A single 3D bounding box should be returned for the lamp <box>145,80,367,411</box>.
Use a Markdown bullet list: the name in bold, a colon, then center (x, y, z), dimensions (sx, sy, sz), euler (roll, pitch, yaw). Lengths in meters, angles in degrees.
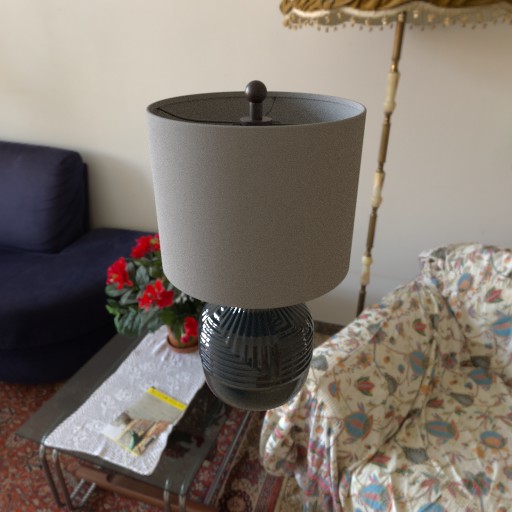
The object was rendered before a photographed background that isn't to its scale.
- **lamp**: center (0.000, 0.000, 0.765), dimensions (0.318, 0.567, 0.318), euler (0, 27, 0)
